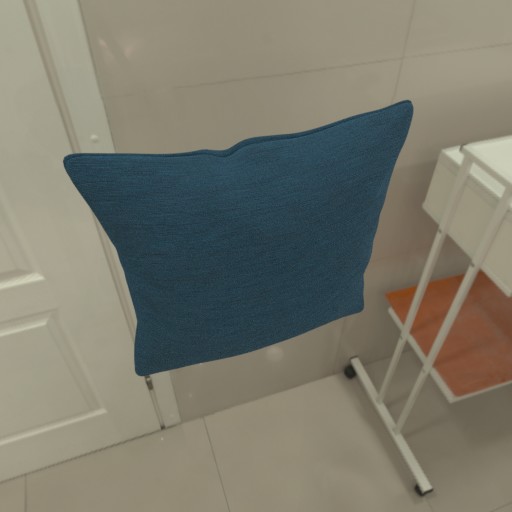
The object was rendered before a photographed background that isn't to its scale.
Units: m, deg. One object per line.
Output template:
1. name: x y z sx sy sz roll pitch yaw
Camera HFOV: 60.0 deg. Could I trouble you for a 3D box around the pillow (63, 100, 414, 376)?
1. pillow: 0.000 0.000 0.663 0.437 0.420 0.177 -14 45 -14
